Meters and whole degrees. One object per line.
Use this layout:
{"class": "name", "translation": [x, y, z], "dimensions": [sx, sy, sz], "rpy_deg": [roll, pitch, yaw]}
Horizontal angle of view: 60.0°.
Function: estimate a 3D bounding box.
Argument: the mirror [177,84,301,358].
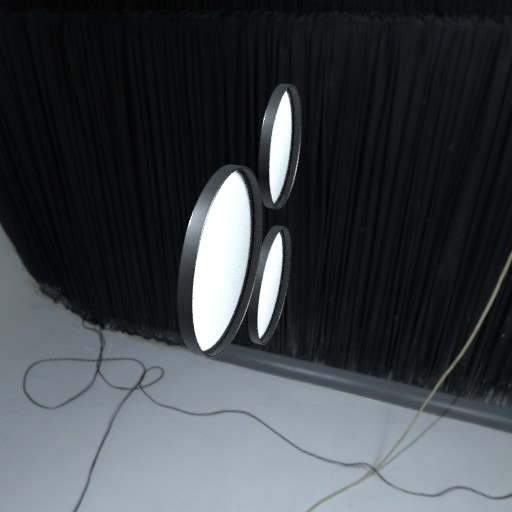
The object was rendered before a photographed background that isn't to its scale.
{"class": "mirror", "translation": [0.000, 0.000, 3.168], "dimensions": [0.076, 2.096, 2.160], "rpy_deg": [10, 33, 16]}
